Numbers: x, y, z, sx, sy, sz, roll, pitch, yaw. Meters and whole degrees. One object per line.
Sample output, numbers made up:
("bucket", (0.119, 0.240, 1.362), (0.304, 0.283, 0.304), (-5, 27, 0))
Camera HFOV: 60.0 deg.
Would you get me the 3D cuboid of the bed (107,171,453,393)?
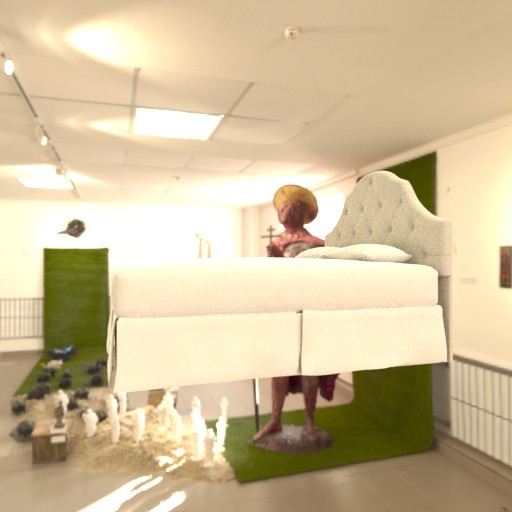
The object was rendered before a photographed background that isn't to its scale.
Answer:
("bed", (0.000, 0.000, 3.878), (2.477, 1.617, 2.039), (0, -1, -18))
